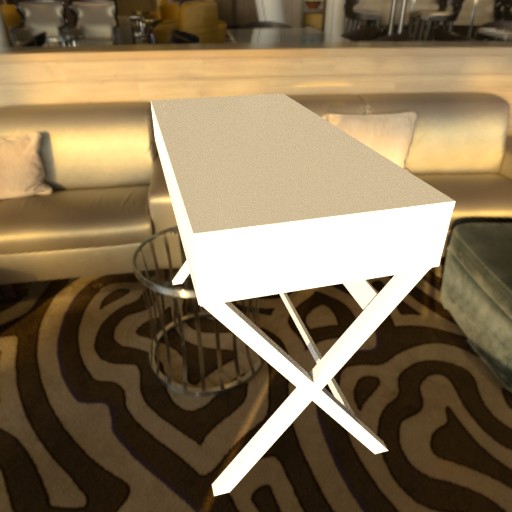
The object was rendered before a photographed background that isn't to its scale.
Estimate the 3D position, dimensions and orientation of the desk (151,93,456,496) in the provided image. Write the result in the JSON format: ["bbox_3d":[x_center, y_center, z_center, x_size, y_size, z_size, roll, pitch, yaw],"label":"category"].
[{"bbox_3d":[0.000,0.000,1.429,0.509,0.780,1.059,-8,32,-13],"label":"desk"}]
